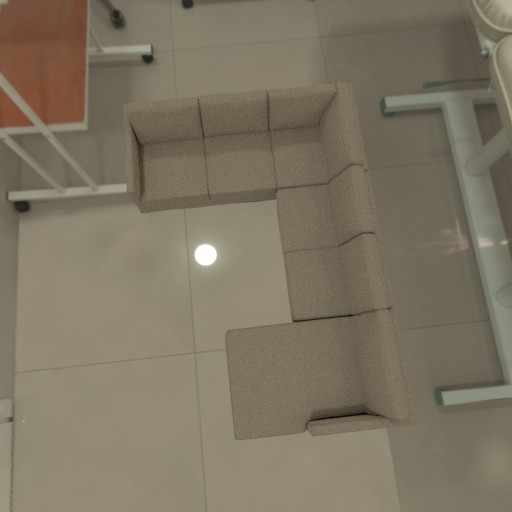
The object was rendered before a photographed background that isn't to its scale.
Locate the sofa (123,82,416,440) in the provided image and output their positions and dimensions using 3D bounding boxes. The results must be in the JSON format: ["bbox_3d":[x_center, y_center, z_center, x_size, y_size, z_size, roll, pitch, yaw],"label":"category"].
[{"bbox_3d":[0.000,0.000,4.457,2.424,0.865,3.438,-6,76,-2],"label":"sofa"}]
